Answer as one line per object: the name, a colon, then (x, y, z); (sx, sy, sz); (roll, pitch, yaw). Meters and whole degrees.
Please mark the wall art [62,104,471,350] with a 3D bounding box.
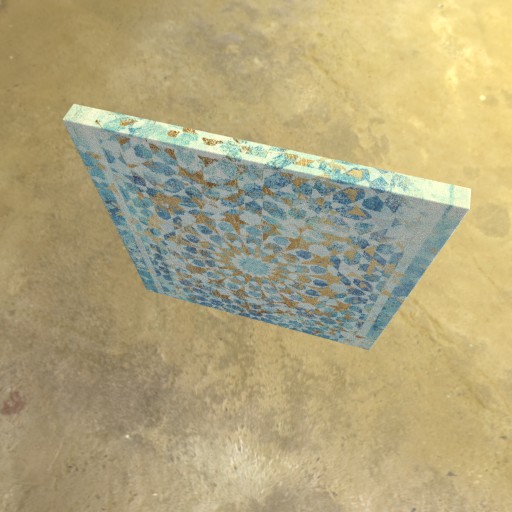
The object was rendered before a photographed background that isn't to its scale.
wall art: (0.000, 0.000, 0.911); (0.609, 0.609, 0.040); (14, 61, 8)
